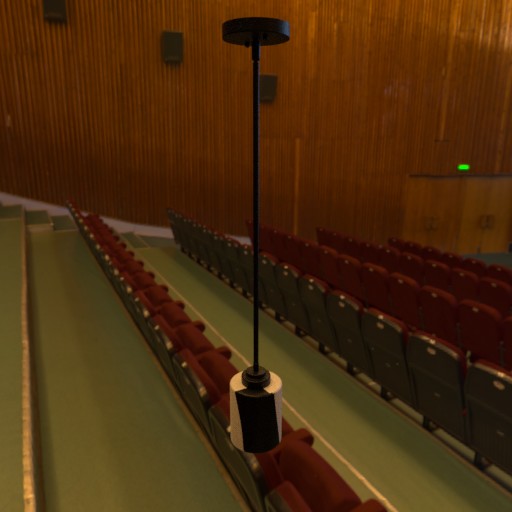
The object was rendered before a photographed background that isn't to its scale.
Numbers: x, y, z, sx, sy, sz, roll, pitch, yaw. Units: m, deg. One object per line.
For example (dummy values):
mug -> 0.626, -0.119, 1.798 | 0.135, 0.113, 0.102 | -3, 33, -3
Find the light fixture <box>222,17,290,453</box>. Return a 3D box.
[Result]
light fixture -> 0.000, 0.000, 0.914 | 0.123, 0.863, 0.123 | -8, 17, -27
